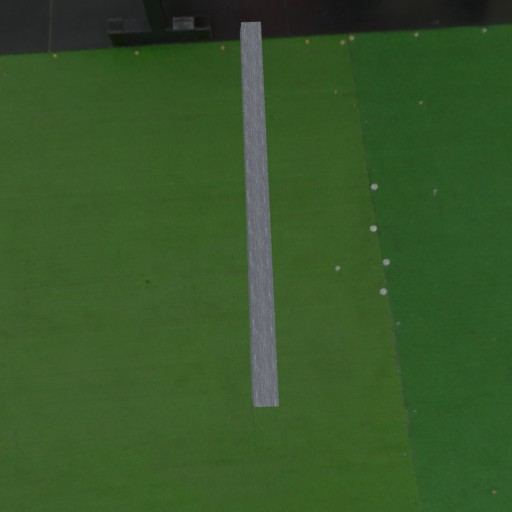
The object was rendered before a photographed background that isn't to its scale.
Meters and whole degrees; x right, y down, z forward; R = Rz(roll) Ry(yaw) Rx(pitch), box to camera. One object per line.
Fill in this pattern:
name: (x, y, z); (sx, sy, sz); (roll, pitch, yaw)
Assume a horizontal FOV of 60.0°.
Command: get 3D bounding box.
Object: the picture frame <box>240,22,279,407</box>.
picture frame: (0.000, 0.000, 0.763); (0.029, 0.559, 0.454); (-2, 75, -1)
